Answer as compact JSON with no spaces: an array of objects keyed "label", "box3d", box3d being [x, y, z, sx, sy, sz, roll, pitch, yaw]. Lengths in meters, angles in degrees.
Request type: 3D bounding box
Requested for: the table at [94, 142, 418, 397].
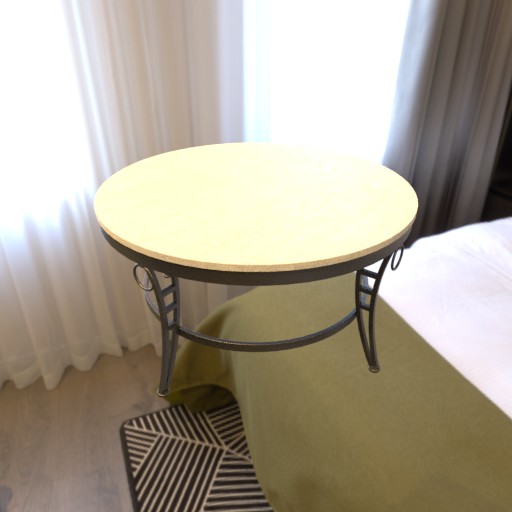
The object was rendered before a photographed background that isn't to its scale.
[{"label":"table","box3d":[0.000,0.000,1.392,0.889,0.470,0.889,0,30,0]}]
